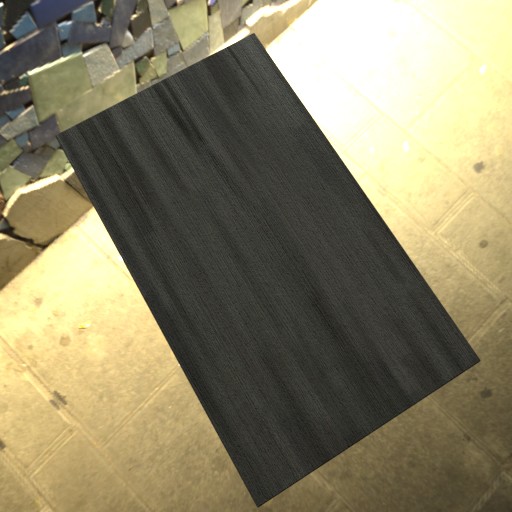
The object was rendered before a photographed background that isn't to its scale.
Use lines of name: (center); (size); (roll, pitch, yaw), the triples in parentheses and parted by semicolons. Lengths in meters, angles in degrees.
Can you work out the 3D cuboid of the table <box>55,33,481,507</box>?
table: (0.000, 0.000, 1.323); (0.643, 0.347, 1.088); (-30, 79, -7)
